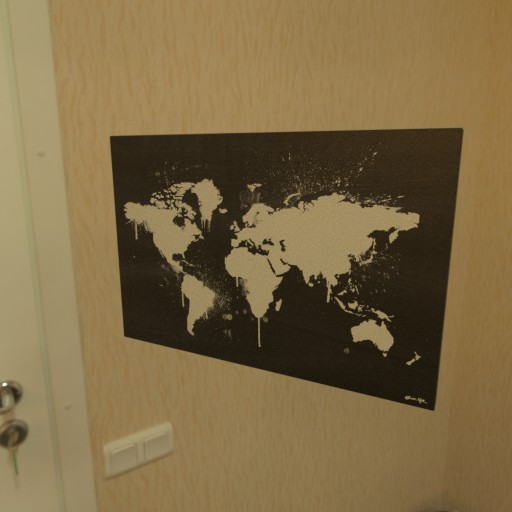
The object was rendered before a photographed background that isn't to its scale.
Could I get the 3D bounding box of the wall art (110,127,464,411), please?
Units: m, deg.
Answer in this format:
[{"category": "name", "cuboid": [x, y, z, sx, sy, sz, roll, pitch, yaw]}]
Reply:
[{"category": "wall art", "cuboid": [0.000, 0.000, 1.138, 0.912, 0.612, 0.038, 7, 15, 26]}]
